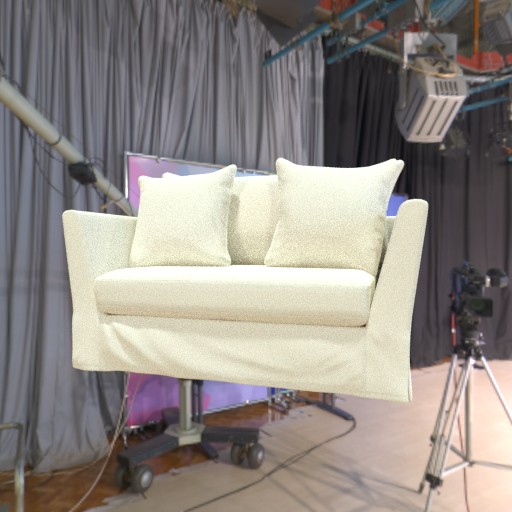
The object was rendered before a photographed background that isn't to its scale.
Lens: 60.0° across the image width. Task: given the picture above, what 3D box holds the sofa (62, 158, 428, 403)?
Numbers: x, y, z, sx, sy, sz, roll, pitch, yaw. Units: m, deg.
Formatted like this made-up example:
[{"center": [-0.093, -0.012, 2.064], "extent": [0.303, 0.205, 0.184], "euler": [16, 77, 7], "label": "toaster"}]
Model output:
[{"center": [0.000, 0.000, 2.298], "extent": [1.608, 1.039, 1.026], "euler": [0, 1, 18], "label": "sofa"}]
